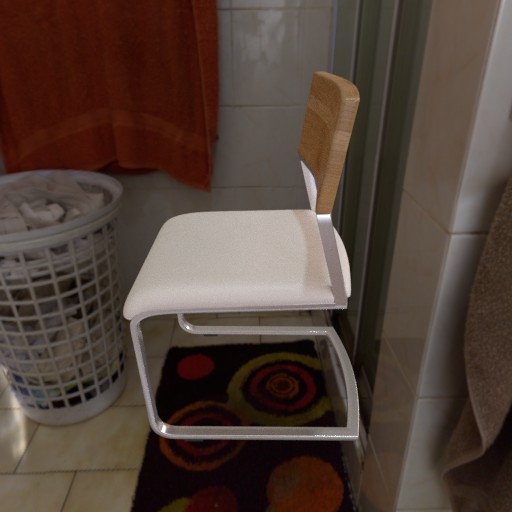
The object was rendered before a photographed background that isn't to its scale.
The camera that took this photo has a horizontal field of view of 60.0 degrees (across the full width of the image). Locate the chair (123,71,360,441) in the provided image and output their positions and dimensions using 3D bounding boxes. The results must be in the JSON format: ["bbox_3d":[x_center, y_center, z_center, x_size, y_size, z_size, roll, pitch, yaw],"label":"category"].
[{"bbox_3d":[0.000,0.000,1.146,0.585,0.844,0.467,0,28,1],"label":"chair"}]
